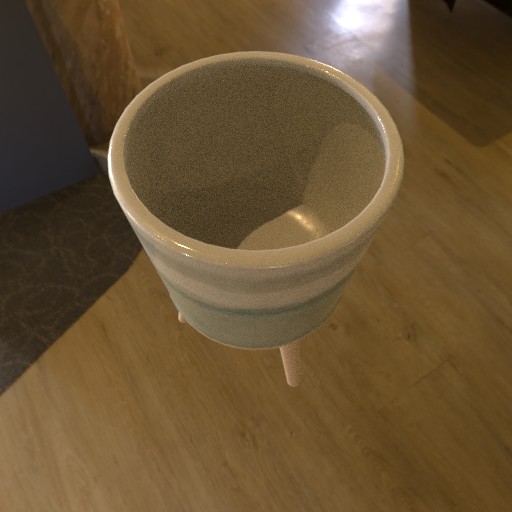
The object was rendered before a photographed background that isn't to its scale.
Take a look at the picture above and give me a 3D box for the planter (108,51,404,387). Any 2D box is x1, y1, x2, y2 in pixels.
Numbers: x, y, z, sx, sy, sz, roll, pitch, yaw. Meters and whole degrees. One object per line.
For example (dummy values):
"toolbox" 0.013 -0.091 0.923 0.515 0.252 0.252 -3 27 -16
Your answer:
"planter" 0.000 0.000 0.570 0.265 0.404 0.265 -14 60 -8
